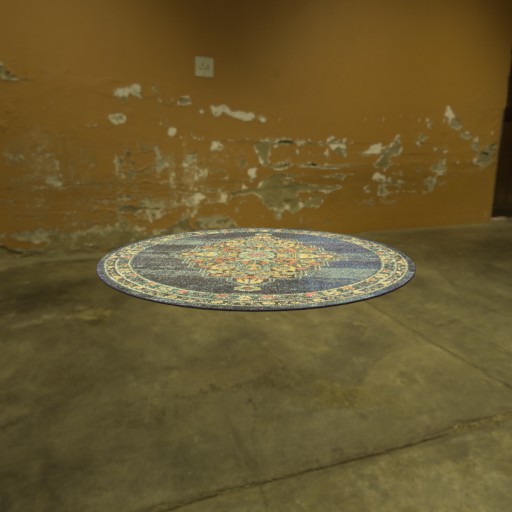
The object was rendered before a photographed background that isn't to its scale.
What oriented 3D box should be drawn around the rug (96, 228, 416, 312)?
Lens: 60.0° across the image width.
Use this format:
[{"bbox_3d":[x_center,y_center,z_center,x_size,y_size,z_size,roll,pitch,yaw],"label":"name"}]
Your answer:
[{"bbox_3d":[0.000,0.000,2.339,1.591,0.010,1.591,0,14,0],"label":"rug"}]
